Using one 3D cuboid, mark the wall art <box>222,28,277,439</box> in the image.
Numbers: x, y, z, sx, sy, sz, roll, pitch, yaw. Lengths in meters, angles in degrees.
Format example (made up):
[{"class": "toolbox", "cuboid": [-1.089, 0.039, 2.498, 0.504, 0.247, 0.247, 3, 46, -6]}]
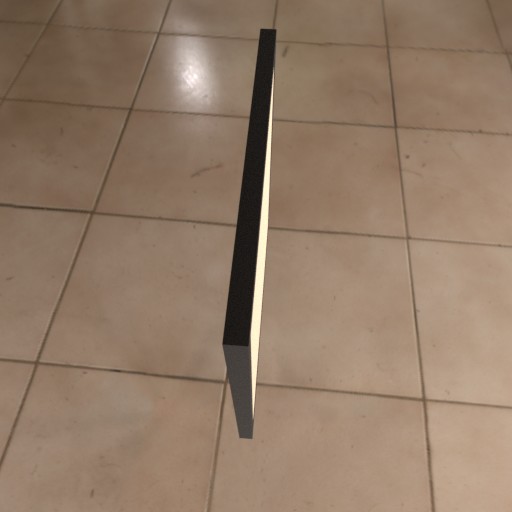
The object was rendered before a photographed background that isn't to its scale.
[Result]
[{"class": "wall art", "cuboid": [0.000, 0.000, 0.459, 0.015, 0.304, 0.306, 4, 59, 2]}]
